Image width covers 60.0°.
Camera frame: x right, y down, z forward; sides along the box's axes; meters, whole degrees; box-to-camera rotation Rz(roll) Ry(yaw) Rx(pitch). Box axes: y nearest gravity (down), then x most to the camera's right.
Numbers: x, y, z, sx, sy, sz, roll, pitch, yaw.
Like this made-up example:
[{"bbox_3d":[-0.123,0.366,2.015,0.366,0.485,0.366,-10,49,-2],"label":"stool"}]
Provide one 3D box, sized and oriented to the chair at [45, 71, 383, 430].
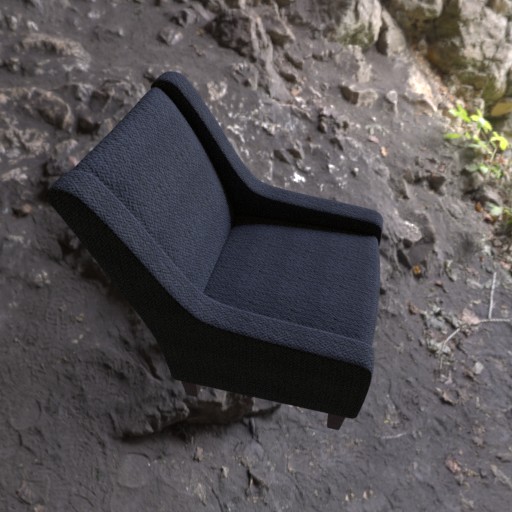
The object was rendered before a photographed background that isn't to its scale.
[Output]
[{"bbox_3d":[0.000,0.000,1.663,0.944,1.012,0.793,10,45,10],"label":"chair"}]
